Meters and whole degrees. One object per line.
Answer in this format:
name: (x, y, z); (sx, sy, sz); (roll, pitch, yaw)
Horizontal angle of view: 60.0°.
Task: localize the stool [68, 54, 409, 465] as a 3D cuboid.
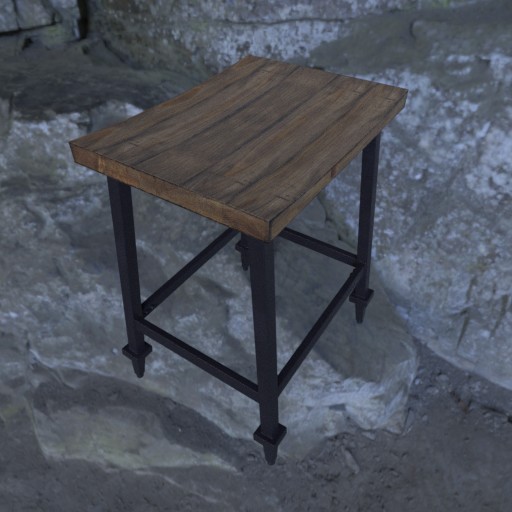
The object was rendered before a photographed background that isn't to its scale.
stool: (0.000, 0.000, 0.928); (0.405, 0.625, 0.486); (24, 47, 24)
